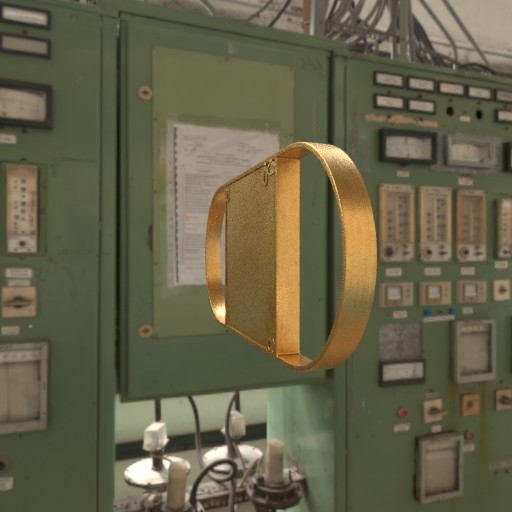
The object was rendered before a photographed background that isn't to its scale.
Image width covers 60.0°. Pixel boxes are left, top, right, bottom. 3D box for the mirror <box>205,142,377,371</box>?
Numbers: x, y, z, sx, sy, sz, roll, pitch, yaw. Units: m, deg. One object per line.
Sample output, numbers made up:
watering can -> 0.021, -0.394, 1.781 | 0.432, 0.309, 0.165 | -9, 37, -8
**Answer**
mirror -> 0.000, 0.000, 0.664 | 0.032, 0.254, 0.584 | 0, 0, -18
